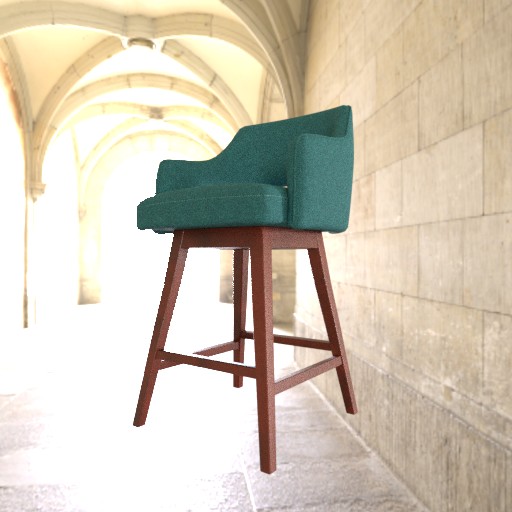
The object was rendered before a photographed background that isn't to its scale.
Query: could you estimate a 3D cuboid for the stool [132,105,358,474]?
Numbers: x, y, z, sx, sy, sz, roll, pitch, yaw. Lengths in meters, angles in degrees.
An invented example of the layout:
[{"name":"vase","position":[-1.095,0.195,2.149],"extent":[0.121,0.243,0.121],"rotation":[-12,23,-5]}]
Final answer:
[{"name":"stool","position":[0.000,0.000,1.330],"extent":[0.548,0.961,0.556],"rotation":[0,0,36]}]
